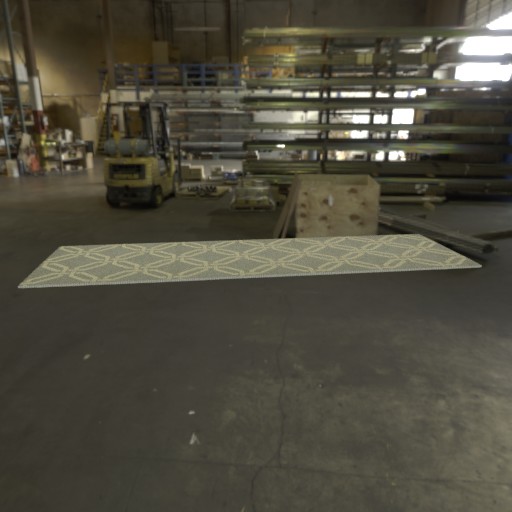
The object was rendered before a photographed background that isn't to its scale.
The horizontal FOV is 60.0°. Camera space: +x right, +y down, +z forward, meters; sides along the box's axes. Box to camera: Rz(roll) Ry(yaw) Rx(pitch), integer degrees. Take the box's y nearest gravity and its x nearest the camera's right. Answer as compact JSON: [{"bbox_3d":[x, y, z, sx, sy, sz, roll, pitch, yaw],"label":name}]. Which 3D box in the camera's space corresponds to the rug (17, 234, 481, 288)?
[{"bbox_3d":[0.000,0.000,2.472,2.276,0.014,0.678,-2,17,-7],"label":"rug"}]
